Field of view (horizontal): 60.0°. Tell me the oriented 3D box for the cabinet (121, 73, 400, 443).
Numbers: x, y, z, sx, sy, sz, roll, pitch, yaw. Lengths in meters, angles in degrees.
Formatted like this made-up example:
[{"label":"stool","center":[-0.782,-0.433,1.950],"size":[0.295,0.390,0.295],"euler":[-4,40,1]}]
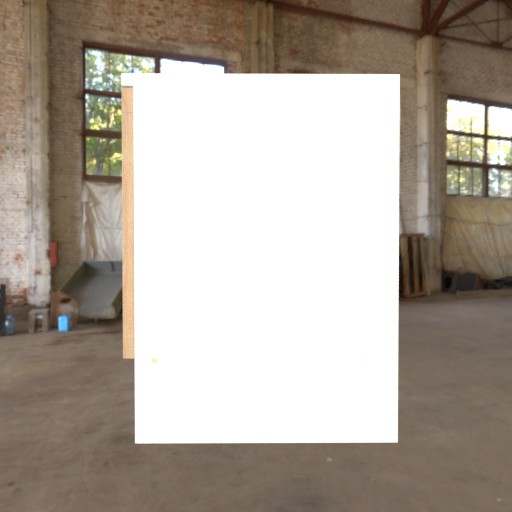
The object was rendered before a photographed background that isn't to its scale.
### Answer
[{"label":"cabinet","center":[0.000,0.000,0.926],"size":[0.400,0.522,0.600],"euler":[0,1,0]}]
